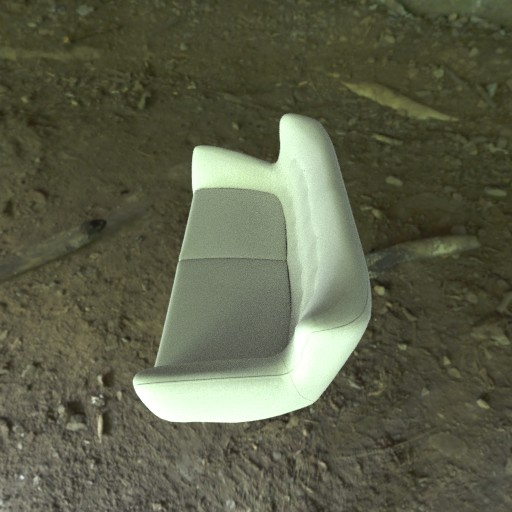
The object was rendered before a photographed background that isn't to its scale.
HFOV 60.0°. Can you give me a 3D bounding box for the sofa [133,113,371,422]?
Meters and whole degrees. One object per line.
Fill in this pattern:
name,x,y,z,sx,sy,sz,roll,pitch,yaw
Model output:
sofa,0.000,0.000,2.410,0.899,0.890,1.930,0,40,0
